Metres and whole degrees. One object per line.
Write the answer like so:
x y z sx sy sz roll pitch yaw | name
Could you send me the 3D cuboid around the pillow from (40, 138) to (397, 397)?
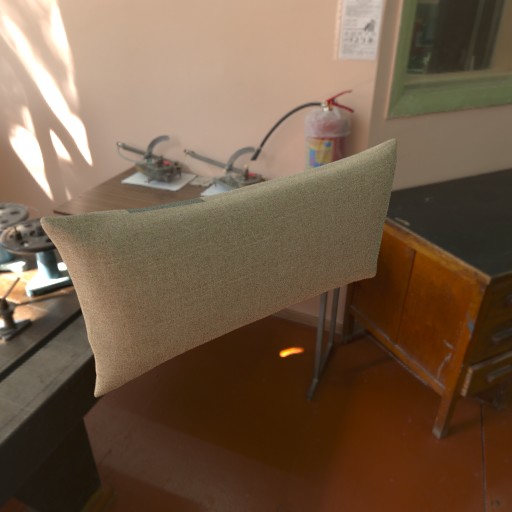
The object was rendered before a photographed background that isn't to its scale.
0.000 0.000 1.043 0.859 0.429 0.197 -18 35 -29 | pillow
